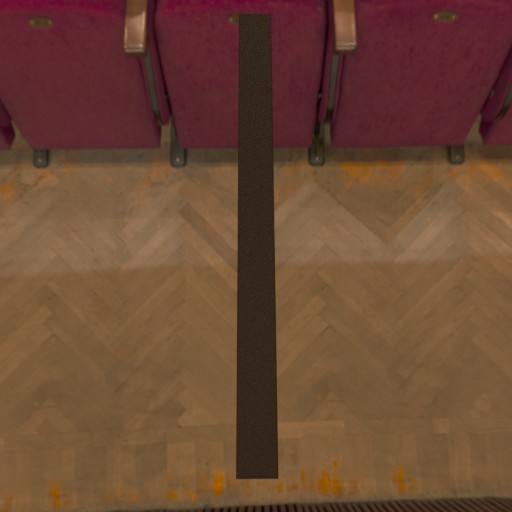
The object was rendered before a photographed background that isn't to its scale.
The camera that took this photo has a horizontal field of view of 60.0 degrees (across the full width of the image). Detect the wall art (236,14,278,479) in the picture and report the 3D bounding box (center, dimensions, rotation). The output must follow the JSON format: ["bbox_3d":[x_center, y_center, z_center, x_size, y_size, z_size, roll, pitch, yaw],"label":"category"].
[{"bbox_3d":[0.000,0.000,0.834,0.051,0.456,0.671,0,75,0],"label":"wall art"}]
